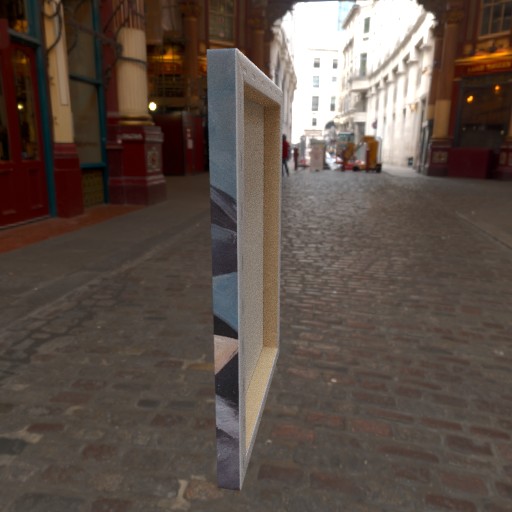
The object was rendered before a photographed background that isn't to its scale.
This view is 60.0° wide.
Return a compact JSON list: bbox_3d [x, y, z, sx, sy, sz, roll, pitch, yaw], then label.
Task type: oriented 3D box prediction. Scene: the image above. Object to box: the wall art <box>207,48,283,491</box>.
[{"bbox_3d":[0.000,0.000,0.806,0.037,0.613,0.455,3,15,10],"label":"wall art"}]
